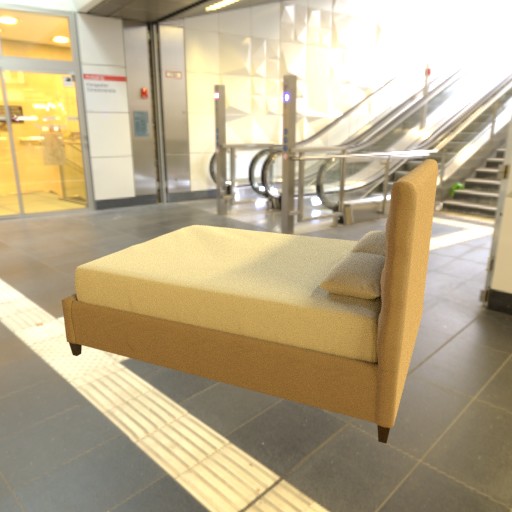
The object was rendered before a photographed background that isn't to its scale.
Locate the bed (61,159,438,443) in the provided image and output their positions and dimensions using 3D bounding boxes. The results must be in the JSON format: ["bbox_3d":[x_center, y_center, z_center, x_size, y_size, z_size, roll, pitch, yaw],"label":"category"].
[{"bbox_3d":[0.000,0.000,3.410,2.387,1.427,1.698,7,18,24],"label":"bed"}]
